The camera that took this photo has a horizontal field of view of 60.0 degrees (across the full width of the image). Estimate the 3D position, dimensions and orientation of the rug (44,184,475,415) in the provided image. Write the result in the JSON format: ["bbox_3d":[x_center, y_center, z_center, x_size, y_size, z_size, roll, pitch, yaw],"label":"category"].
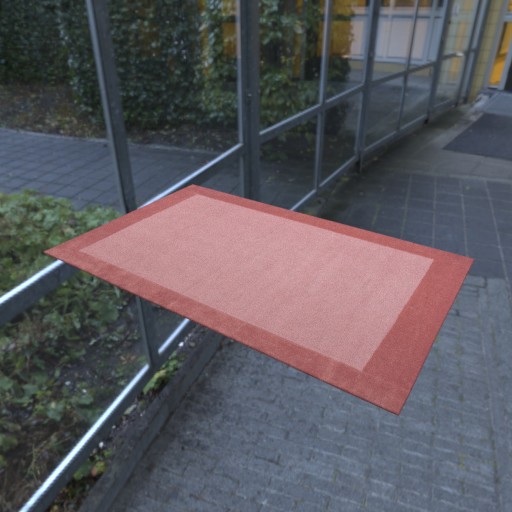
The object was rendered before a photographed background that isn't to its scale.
[{"bbox_3d":[0.000,0.000,2.955,2.438,0.014,1.524,19,35,29],"label":"rug"}]
